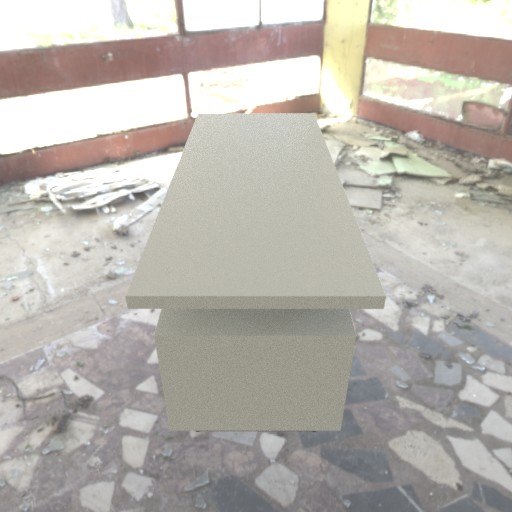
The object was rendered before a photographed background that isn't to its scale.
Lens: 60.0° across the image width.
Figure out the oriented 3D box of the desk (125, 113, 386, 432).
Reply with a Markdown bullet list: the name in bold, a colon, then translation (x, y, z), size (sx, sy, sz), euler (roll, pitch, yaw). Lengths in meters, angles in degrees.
- **desk**: translation (0.000, 0.000, 1.873), size (0.603, 0.773, 1.530), euler (0, 33, 0)
